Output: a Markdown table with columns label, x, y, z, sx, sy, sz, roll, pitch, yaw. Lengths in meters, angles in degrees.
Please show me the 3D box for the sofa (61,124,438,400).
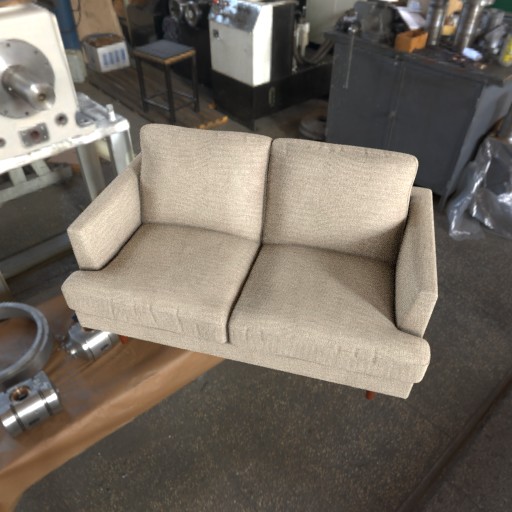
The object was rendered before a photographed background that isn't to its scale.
| label | x | y | z | sx | sy | sz | roll | pitch | yaw |
| --- | --- | --- | --- | --- | --- | --- | --- | --- | --- |
| sofa | 0.000 | 0.000 | 2.121 | 1.582 | 0.944 | 0.903 | 10 | 42 | 11 |
